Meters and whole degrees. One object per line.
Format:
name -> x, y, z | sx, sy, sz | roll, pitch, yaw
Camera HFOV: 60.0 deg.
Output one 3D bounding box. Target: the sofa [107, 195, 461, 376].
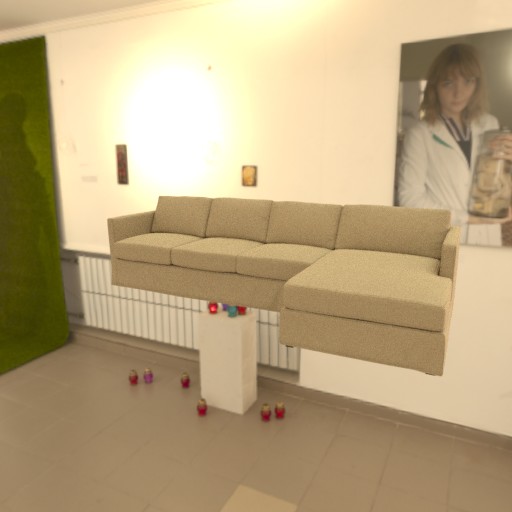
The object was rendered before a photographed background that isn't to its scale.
sofa -> 0.000, 0.000, 3.843 | 3.177, 0.867, 1.622 | 6, 14, 25
